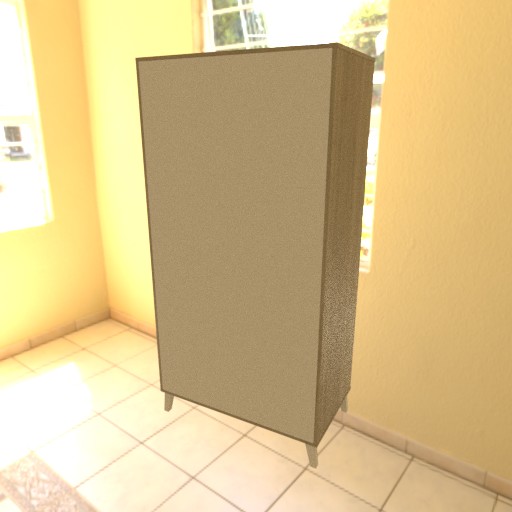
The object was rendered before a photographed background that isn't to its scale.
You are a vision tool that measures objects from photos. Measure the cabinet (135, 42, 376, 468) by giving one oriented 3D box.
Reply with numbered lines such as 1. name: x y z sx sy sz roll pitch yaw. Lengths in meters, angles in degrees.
1. cabinet: 0.000 0.000 2.436 1.006 1.999 0.571 9 20 27
